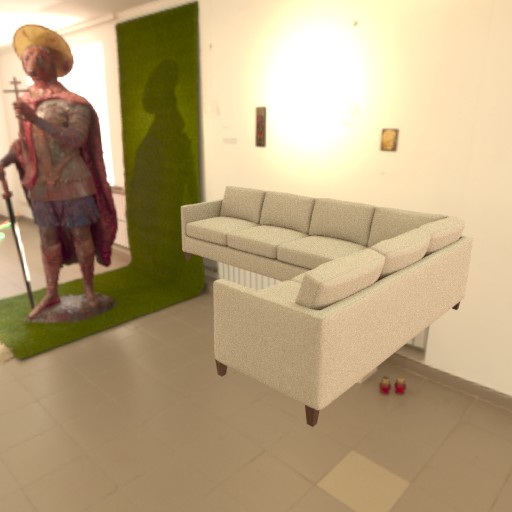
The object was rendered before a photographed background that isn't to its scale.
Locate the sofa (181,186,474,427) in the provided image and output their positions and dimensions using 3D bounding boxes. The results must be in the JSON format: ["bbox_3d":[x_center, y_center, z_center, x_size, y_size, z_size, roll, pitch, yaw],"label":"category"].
[{"bbox_3d":[0.000,0.000,4.437,3.333,0.934,2.522,15,23,41],"label":"sofa"}]
